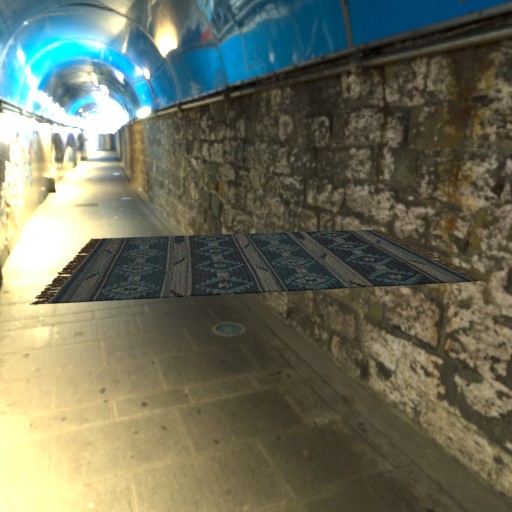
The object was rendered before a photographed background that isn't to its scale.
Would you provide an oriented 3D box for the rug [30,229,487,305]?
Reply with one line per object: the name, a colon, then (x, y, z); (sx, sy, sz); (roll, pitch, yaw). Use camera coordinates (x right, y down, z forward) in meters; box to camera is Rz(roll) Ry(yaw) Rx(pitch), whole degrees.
rug: (0.000, 0.000, 2.387); (1.936, 0.028, 1.181); (-2, 15, -9)
